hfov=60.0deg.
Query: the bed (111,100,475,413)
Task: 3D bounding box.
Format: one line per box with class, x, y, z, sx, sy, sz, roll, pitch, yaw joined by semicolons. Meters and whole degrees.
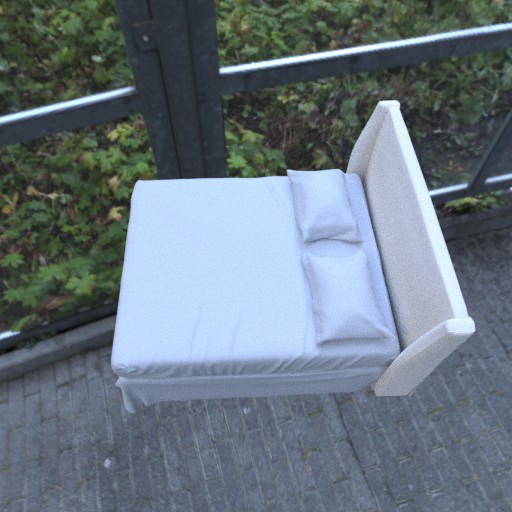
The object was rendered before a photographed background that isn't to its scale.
bed;0.000;0.000;3.372;2.276;1.332;1.925;-2;57;-1
